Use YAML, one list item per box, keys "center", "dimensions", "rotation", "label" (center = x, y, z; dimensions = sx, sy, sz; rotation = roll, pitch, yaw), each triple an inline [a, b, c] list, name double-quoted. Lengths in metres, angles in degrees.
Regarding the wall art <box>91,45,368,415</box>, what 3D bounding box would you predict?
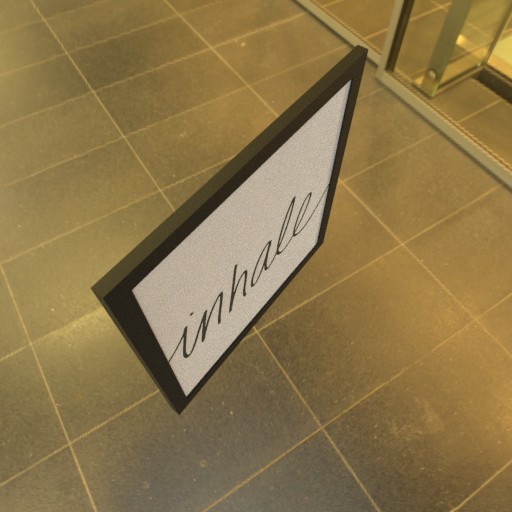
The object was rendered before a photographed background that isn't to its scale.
- center: [0.000, 0.000, 0.528]
  dimensions: [0.013, 0.356, 0.356]
  rotation: [33, 64, 19]
  label: "wall art"
